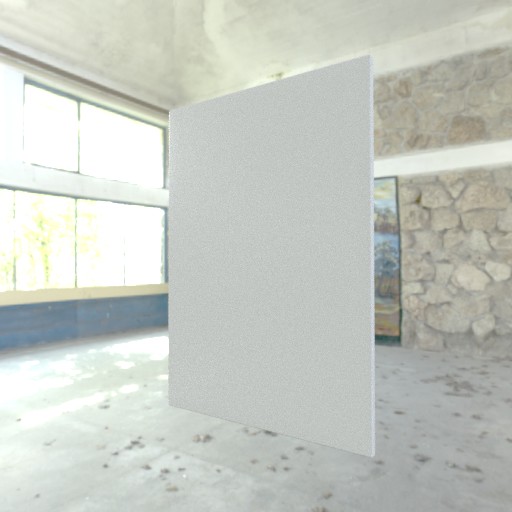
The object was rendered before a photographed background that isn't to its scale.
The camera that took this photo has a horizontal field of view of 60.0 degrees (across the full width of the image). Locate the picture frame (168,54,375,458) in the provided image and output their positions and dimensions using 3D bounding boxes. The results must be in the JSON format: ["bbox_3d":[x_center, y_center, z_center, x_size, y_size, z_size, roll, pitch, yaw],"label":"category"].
[{"bbox_3d":[0.000,0.000,0.699,0.381,0.534,0.012,-1,-1,35],"label":"picture frame"}]
